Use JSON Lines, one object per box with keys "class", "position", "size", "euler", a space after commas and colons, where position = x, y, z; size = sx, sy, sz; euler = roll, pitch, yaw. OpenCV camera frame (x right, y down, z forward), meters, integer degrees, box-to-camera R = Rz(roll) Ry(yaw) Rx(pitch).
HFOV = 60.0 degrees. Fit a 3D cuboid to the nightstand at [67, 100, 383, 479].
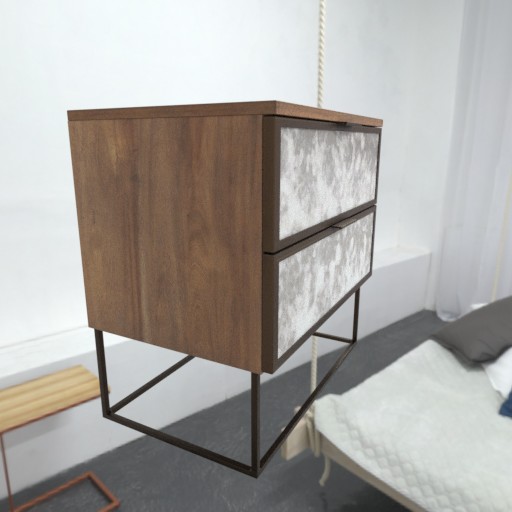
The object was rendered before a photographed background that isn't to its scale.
{"class": "nightstand", "position": [0.000, 0.000, 1.010], "size": [0.427, 0.611, 0.605], "euler": [8, 16, 28]}
